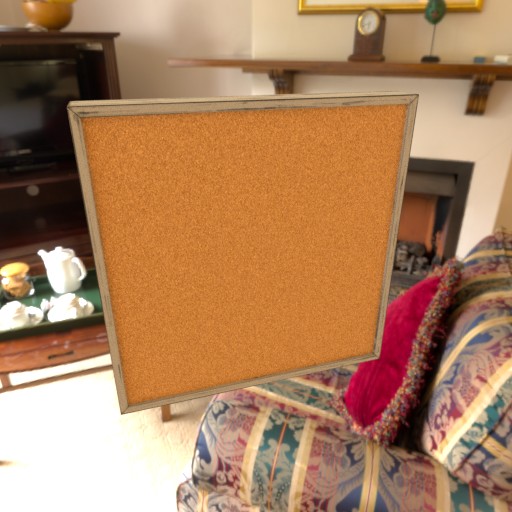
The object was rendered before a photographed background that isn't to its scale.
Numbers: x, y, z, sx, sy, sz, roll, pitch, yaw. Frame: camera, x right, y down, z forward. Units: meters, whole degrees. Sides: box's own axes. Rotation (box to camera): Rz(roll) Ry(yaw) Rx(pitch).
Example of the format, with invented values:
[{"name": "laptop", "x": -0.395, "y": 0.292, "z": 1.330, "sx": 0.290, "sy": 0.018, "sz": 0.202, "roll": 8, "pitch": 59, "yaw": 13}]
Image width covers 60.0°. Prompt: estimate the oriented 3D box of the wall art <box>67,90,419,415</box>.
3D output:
[{"name": "wall art", "x": 0.000, "y": 0.000, "z": 0.448, "sx": 0.303, "sy": 0.303, "sz": 0.036, "roll": -8, "pitch": 27, "yaw": -16}]
